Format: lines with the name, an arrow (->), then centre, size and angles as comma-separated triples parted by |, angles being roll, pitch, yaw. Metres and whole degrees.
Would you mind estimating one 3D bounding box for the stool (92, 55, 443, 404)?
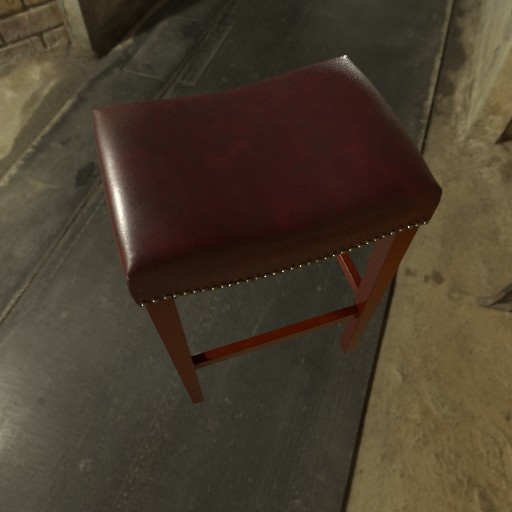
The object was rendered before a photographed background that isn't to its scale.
stool -> 0.000, 0.000, 1.020 | 0.504, 0.742, 0.372 | -16, 60, -9
